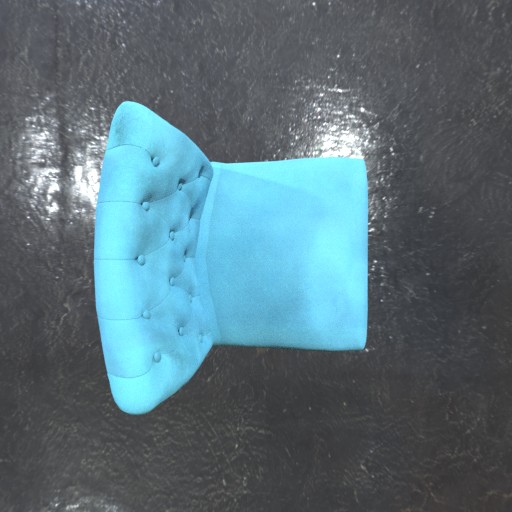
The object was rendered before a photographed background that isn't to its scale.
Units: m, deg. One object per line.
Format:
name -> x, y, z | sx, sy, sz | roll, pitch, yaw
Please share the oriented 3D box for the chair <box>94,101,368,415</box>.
chair -> 0.000, 0.000, 1.173 | 0.605, 0.750, 0.582 | 0, 91, 1
